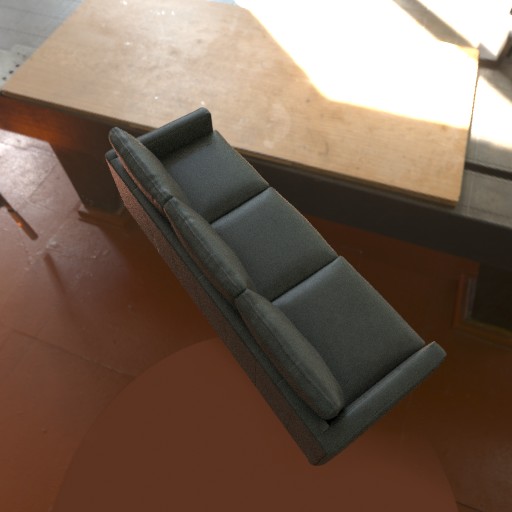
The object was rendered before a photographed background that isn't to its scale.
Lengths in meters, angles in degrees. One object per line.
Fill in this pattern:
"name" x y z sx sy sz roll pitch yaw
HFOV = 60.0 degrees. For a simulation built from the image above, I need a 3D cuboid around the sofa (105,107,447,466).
"sofa" 0.000 0.000 2.416 0.748 0.805 2.029 -32 64 -18
